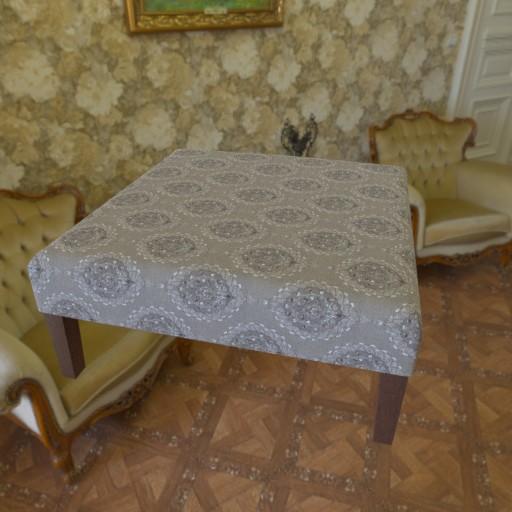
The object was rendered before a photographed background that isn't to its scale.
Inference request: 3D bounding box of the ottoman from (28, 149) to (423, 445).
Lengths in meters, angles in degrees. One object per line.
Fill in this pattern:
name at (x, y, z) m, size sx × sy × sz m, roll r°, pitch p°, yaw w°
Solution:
ottoman at (0.000, 0.000, 1.379) m, size 0.890 × 0.411 × 0.889 m, roll 7°, pitch 31°, yaw 12°
